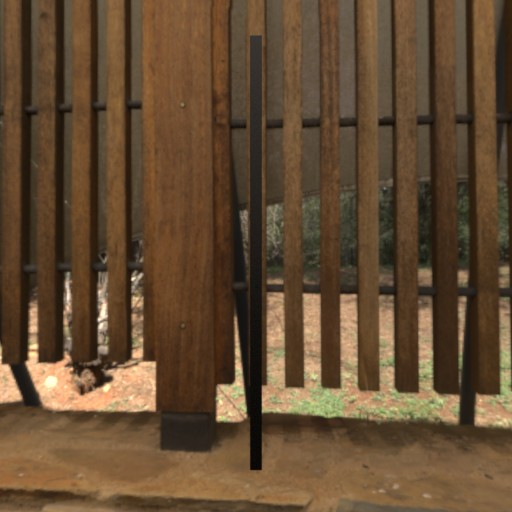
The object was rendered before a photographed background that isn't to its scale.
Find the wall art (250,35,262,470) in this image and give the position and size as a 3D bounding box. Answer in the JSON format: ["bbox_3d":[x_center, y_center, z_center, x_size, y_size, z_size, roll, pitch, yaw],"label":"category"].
[{"bbox_3d":[0.000,0.000,0.694,0.012,0.458,0.457,0,-2,0],"label":"wall art"}]
